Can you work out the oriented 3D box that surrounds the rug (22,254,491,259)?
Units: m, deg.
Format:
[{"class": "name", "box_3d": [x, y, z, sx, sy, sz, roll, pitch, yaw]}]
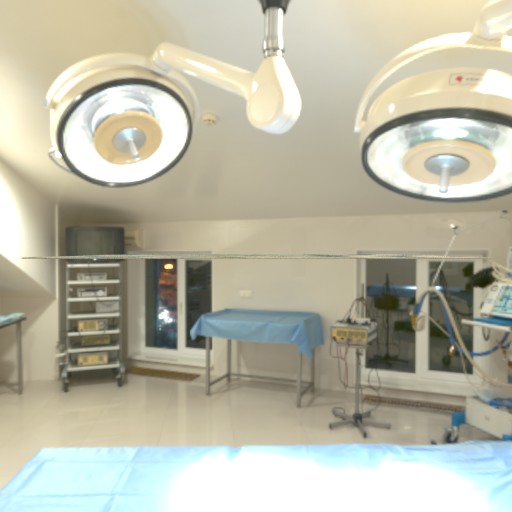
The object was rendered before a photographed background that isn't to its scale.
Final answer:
[{"class": "rug", "box_3d": [0.000, 0.000, 2.324, 1.827, 0.005, 1.229, 0, 1, 1]}]
